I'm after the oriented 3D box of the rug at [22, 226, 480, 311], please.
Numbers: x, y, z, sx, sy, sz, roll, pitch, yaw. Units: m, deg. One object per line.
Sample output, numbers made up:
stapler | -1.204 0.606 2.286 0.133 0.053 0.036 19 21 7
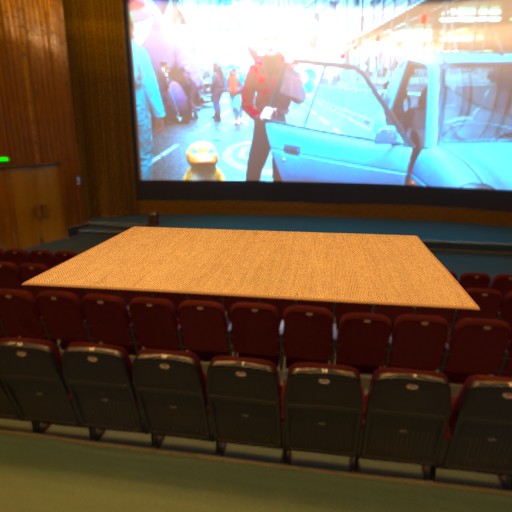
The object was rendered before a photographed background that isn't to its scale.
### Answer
rug | 0.000 0.000 2.088 1.668 0.012 1.061 2 16 8
